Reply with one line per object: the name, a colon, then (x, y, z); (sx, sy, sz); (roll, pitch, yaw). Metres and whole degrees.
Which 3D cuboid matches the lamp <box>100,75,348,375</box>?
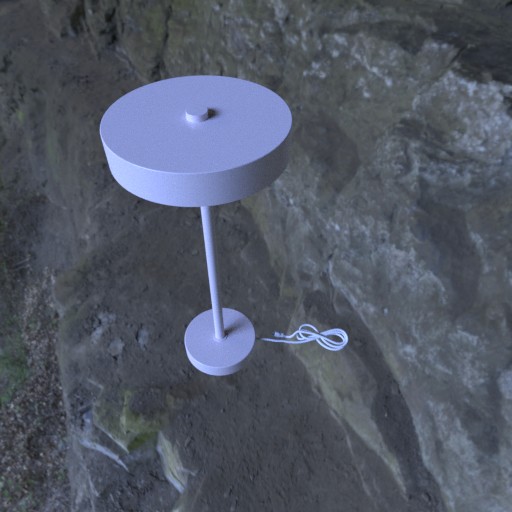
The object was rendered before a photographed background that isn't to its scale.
lamp: (0.000, 0.000, 0.712); (0.369, 0.508, 0.229); (-2, 46, -2)
